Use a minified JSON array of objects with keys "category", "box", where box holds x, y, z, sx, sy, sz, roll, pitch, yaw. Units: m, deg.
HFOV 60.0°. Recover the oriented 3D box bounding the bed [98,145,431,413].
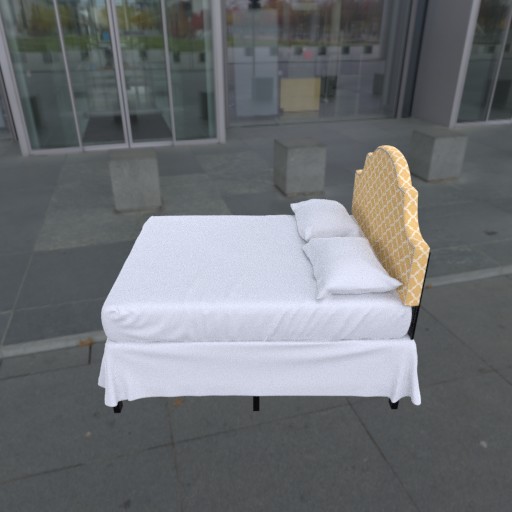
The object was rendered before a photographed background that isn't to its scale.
[{"category":"bed","box":[0.000,0.000,3.400,2.222,1.633,1.780,0,27,-1]}]
